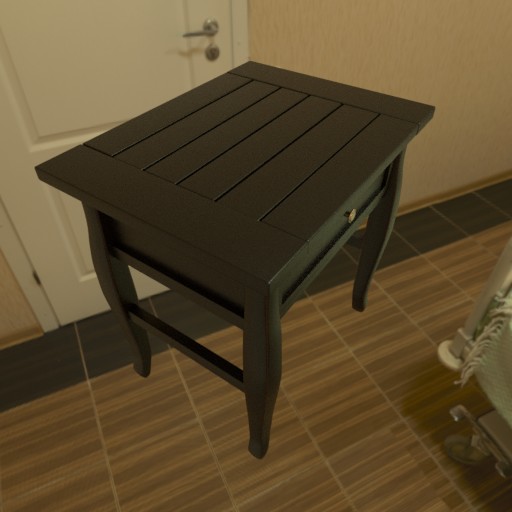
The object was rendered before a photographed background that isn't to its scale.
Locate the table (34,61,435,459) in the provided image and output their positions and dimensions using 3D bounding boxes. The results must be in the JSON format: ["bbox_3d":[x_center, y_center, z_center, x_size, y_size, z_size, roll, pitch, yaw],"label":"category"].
[{"bbox_3d":[0.000,0.000,1.006,0.460,0.604,0.602,25,48,25],"label":"table"}]
